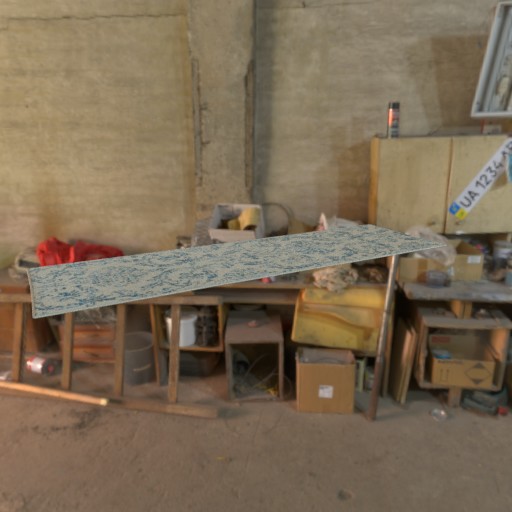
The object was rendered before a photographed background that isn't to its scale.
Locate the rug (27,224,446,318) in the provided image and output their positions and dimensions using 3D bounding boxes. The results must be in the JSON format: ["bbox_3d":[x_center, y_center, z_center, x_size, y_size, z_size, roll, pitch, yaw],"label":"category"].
[{"bbox_3d":[0.000,0.000,2.390,2.196,0.011,0.662,-8,18,-27],"label":"rug"}]
